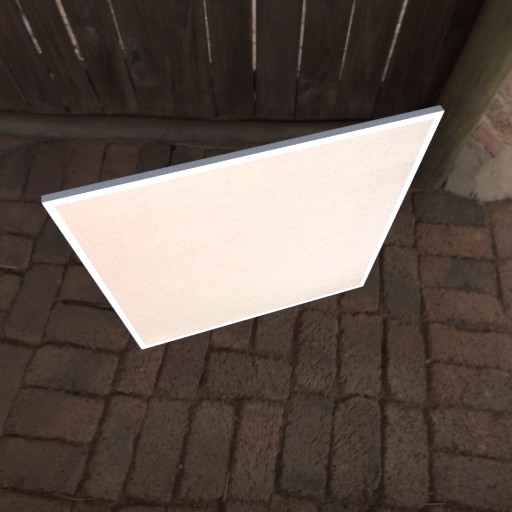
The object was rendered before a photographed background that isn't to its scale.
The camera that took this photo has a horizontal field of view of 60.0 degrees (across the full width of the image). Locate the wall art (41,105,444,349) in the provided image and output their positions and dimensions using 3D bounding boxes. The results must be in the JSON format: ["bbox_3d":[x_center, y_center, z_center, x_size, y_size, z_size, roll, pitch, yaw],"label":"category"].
[{"bbox_3d":[0.000,0.000,0.832,0.557,0.557,0.012,-15,61,-9],"label":"wall art"}]
